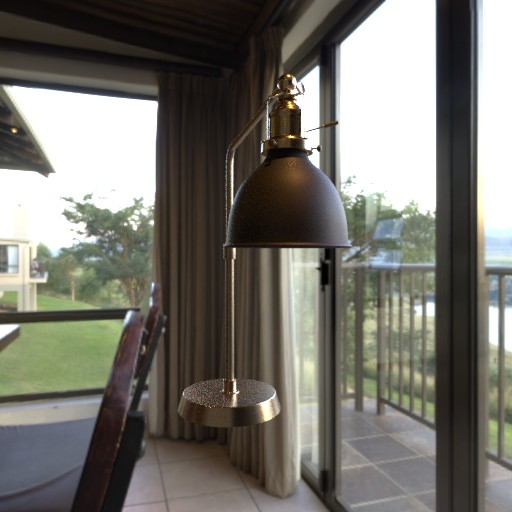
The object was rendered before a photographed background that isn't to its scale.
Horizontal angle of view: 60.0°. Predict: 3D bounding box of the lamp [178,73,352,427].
[{"bbox_3d":[0.000,0.000,0.609,0.160,0.456,0.291,0,1,-36],"label":"lamp"}]
